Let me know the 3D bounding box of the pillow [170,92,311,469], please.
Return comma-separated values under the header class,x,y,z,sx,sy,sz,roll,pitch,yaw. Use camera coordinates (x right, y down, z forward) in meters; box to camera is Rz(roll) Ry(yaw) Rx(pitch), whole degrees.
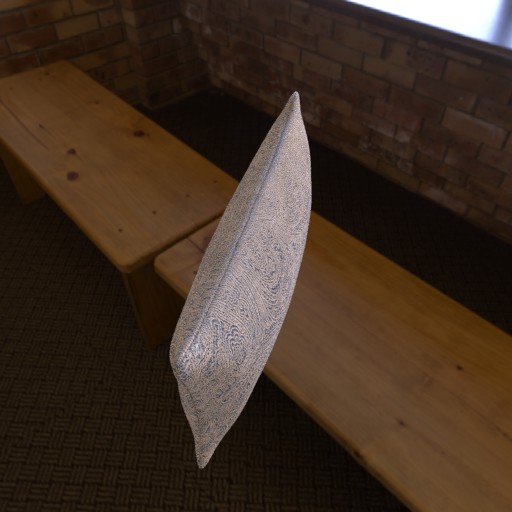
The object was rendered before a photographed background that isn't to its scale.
class,x,y,z,sx,sy,sz,roll,pitch,yaw
pillow,0.000,0.000,0.754,0.151,0.295,0.615,11,48,10
